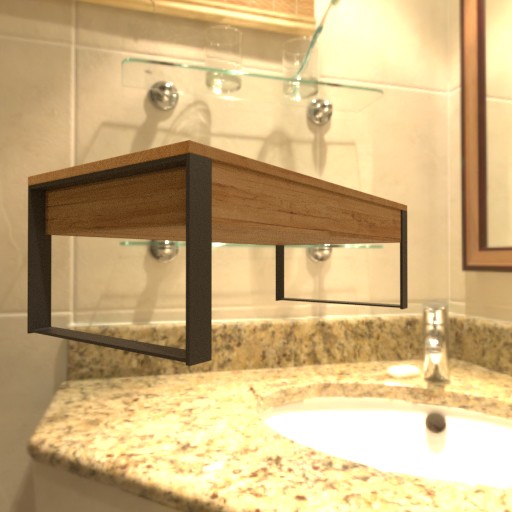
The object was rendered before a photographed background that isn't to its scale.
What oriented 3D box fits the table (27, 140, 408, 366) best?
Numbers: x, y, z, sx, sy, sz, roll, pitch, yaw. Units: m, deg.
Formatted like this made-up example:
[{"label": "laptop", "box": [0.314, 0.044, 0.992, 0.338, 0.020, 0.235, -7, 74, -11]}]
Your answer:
[{"label": "table", "box": [0.000, 0.000, 1.430, 0.590, 0.400, 1.180, 0, -1, 37]}]
